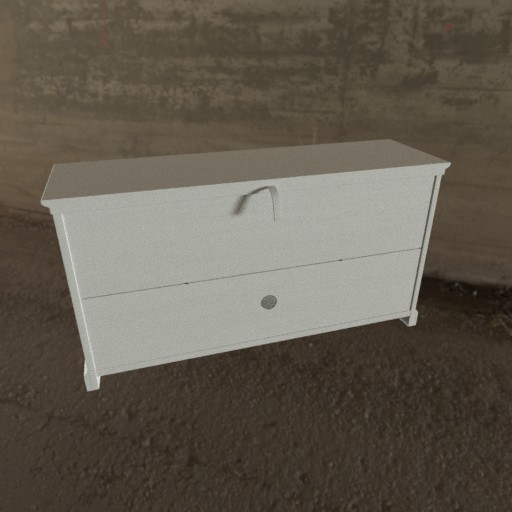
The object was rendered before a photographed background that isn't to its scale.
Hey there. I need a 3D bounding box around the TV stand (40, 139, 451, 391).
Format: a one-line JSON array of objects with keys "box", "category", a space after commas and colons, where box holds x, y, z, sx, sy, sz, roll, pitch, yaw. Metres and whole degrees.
[{"box": [0.000, 0.000, 1.499, 1.187, 0.624, 0.424, -8, 28, -15], "category": "TV stand"}]
